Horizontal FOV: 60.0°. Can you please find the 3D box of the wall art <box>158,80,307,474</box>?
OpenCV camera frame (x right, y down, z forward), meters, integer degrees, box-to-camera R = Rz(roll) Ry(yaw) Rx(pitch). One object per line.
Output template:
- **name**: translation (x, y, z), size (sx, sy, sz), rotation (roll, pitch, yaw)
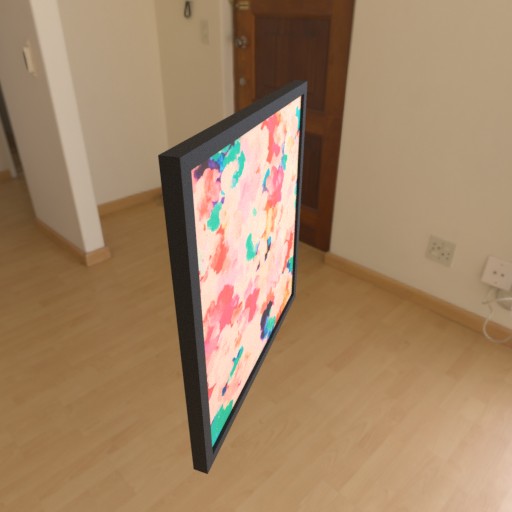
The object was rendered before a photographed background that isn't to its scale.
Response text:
- **wall art**: translation (0.000, 0.000, 0.466), size (0.015, 0.304, 0.306), rotation (10, 32, 17)
